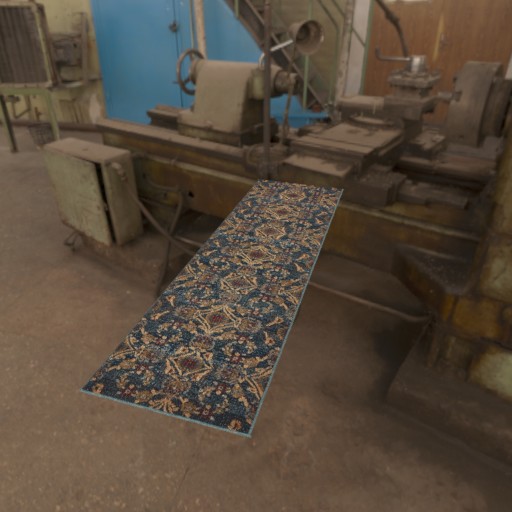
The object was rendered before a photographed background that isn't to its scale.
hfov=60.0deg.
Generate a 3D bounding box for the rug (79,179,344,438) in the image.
[{"bbox_3d":[0.000,0.000,2.525,0.685,0.014,2.292,9,32,15],"label":"rug"}]
